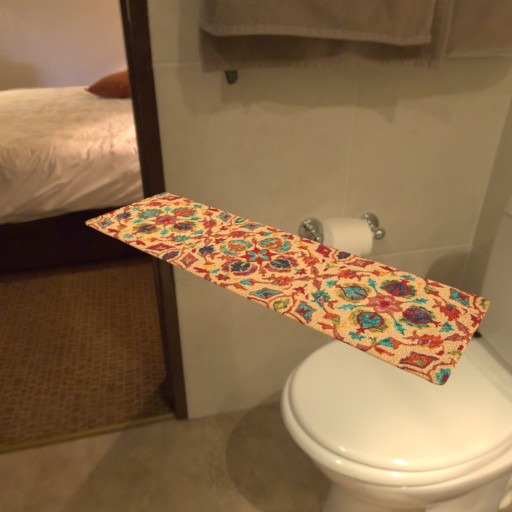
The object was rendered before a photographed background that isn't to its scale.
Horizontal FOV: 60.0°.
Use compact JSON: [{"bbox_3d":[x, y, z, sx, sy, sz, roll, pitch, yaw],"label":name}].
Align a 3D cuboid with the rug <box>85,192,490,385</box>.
[{"bbox_3d":[0.000,0.000,2.455,2.273,0.016,0.693,21,35,33],"label":"rug"}]
